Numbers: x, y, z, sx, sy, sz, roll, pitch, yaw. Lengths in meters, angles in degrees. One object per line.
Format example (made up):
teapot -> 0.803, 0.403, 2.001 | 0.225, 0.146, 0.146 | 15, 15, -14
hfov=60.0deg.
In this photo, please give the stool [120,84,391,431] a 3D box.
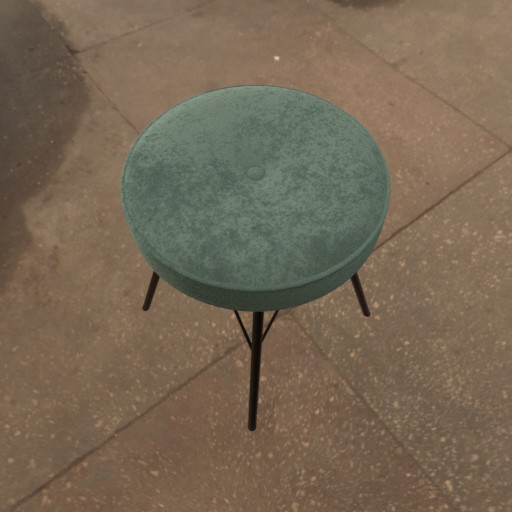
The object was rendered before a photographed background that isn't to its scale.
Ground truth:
stool -> 0.000, 0.000, 0.876 | 0.458, 0.519, 0.457 | -31, 63, -17
